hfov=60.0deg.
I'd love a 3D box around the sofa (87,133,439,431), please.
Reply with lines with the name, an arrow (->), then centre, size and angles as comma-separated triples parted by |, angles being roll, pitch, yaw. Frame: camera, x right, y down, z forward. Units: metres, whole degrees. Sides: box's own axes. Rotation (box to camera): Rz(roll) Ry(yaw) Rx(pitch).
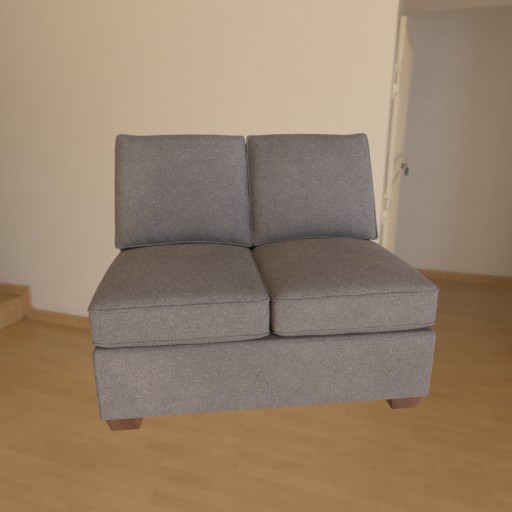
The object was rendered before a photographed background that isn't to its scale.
sofa -> 0.000, 0.000, 1.918 | 1.237, 1.008, 0.951 | -2, 17, -7
